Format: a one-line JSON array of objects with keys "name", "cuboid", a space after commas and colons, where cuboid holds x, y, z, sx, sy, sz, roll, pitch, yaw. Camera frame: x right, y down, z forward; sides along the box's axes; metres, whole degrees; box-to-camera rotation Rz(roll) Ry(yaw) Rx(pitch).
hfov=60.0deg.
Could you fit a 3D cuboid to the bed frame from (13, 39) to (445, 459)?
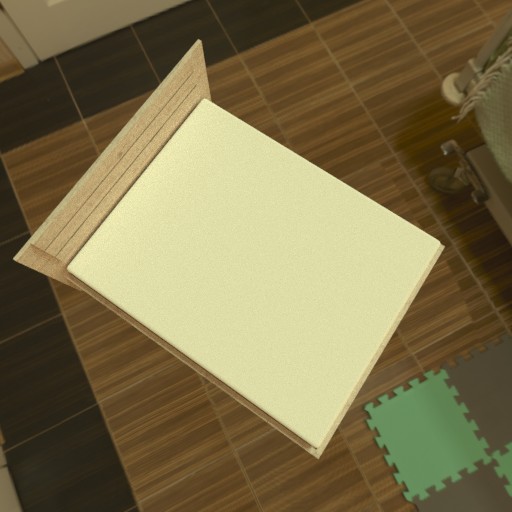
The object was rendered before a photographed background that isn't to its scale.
[{"name": "bed frame", "cuboid": [0.000, 0.000, 2.952, 2.080, 0.970, 1.750, 33, 78, 8]}]
